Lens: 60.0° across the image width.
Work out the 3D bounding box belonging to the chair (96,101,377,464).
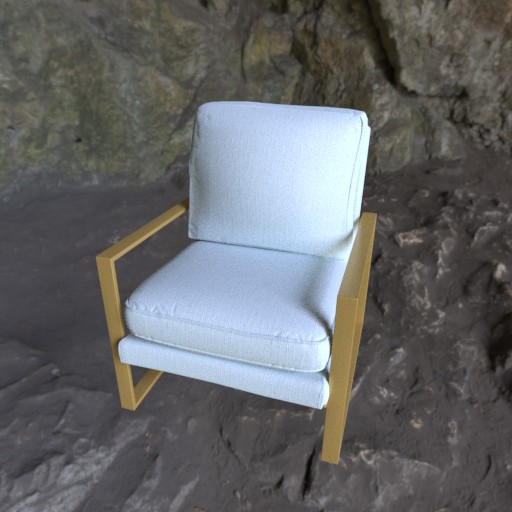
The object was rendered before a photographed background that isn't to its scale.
[{"bbox_3d":[0.000,0.000,1.547,0.758,0.956,0.813,8,28,16],"label":"chair"}]
